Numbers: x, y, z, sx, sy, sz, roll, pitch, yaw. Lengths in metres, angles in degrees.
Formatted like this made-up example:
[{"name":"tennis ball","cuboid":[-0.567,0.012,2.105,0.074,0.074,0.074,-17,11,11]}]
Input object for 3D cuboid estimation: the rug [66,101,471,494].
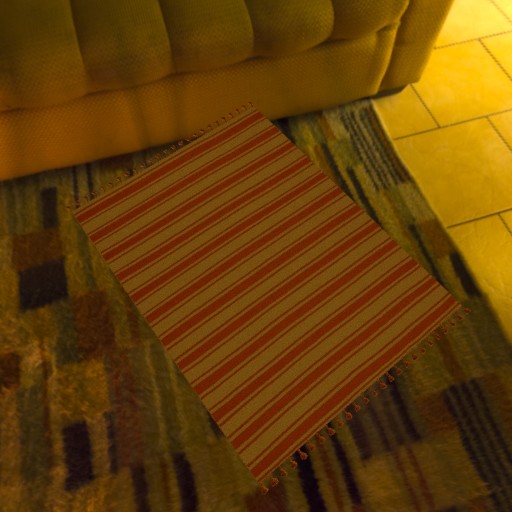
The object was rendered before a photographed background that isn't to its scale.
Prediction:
[{"name":"rug","cuboid":[0.000,0.000,4.377,2.451,0.035,3.369,-35,68,-16]}]
